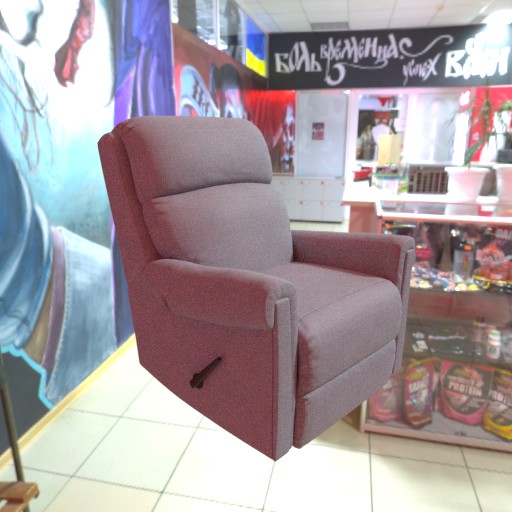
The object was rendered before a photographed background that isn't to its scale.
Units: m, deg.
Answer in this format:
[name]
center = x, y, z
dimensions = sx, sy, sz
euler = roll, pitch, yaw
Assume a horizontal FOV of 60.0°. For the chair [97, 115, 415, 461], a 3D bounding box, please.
[chair]
center = 0.000, 0.000, 1.730
dimensions = 0.838, 1.054, 1.014
euler = -15, 22, -43
